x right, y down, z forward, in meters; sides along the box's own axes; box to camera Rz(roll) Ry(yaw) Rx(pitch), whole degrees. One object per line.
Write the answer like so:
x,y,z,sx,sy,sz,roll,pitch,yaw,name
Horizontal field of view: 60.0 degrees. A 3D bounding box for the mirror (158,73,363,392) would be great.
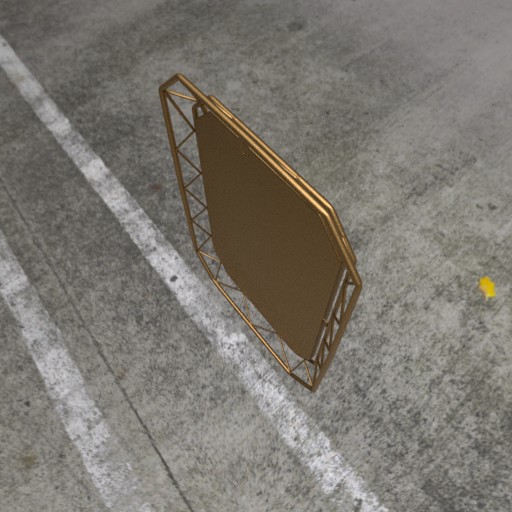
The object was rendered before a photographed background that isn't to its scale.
0.000,0.000,0.745,0.042,0.566,0.417,-34,65,-18,mirror
